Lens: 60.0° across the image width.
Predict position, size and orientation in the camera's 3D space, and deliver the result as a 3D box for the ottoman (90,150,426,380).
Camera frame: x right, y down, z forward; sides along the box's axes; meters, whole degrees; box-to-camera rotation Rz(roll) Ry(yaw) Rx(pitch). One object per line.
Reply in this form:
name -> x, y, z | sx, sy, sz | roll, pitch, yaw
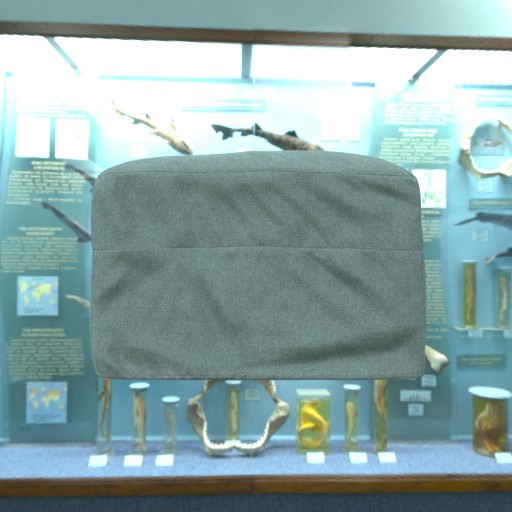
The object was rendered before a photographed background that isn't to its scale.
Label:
ottoman -> 0.000, 0.000, 1.244 | 0.683, 0.481, 0.837 | 0, -1, 0
